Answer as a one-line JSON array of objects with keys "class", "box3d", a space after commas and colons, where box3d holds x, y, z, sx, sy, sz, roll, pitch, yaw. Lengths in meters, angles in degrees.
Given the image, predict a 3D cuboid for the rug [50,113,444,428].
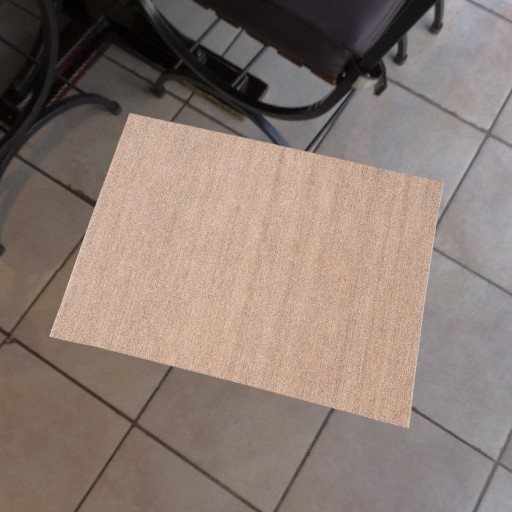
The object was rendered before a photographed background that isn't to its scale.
[{"class": "rug", "box3d": [0.000, 0.000, 2.890, 2.264, 0.030, 1.624, 13, 76, 3]}]
